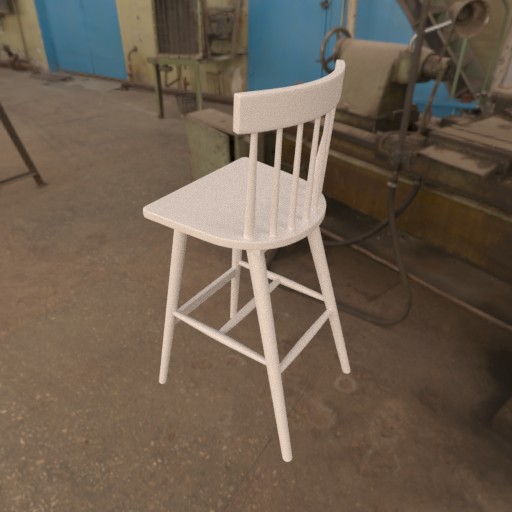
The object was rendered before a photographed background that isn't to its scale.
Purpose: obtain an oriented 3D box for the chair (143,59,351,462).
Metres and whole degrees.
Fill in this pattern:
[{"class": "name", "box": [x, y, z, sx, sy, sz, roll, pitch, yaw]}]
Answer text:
[{"class": "chair", "box": [0.000, 0.000, 1.381, 0.572, 1.092, 0.483, 21, 38, 28]}]
